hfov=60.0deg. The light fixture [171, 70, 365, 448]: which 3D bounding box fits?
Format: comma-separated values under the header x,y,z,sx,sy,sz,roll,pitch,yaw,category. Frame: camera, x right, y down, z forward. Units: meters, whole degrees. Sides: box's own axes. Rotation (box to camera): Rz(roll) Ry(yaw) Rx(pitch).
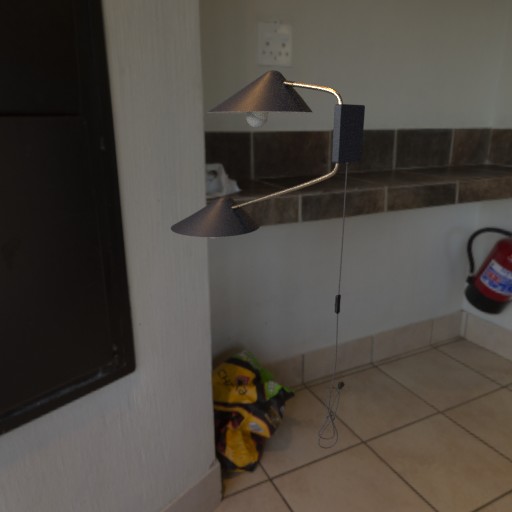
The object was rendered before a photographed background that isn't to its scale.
x,y,z,sx,sy,sz,roll,pitch,yaw,category
0.000,0.000,0.864,0.422,0.665,0.189,16,23,42,light fixture
